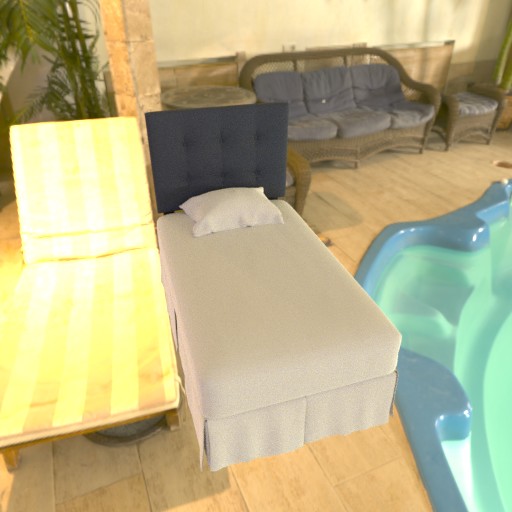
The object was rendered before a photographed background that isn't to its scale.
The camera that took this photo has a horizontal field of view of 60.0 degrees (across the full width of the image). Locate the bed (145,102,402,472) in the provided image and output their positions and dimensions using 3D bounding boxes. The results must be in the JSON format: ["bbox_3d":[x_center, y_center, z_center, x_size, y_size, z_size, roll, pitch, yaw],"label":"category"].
[{"bbox_3d":[0.000,0.000,3.063,1.261,1.571,1.997,-10,33,-15],"label":"bed"}]
